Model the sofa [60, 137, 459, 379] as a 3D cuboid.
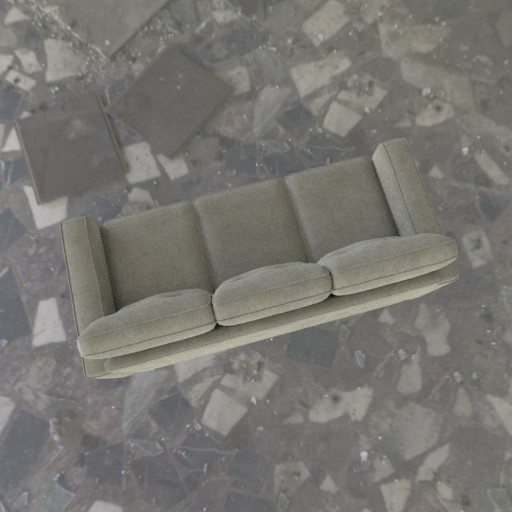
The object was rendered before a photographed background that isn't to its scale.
[{"bbox_3d":[0.000,0.000,2.675,2.133,0.965,0.939,-15,76,-4],"label":"sofa"}]
